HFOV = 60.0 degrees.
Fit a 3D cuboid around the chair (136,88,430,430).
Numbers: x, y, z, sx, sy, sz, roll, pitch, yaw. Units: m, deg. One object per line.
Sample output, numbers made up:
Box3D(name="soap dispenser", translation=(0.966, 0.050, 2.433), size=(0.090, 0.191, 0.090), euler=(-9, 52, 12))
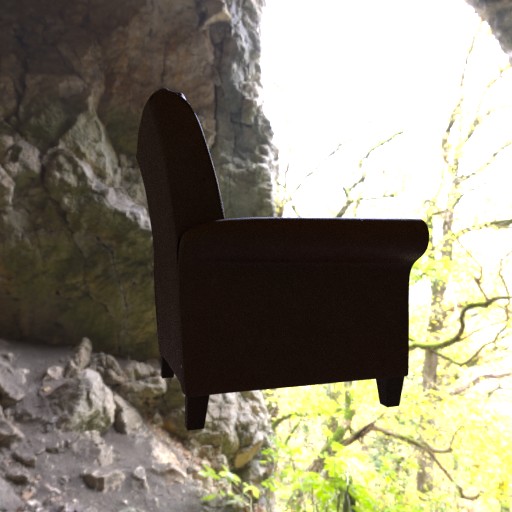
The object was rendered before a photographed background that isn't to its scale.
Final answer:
Box3D(name="chair", translation=(0.000, 0.000, 1.766), size=(0.902, 1.061, 0.978), euler=(1, -2, -18))
